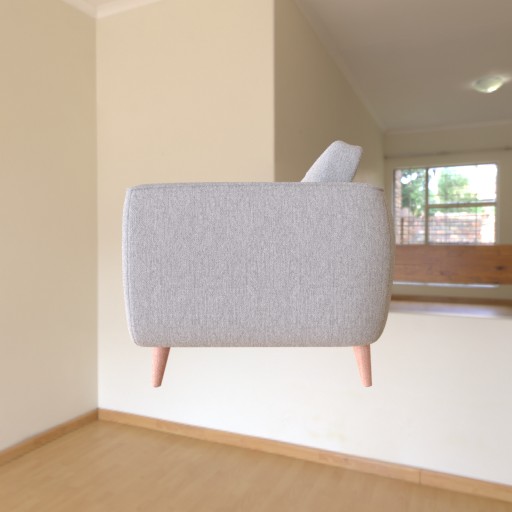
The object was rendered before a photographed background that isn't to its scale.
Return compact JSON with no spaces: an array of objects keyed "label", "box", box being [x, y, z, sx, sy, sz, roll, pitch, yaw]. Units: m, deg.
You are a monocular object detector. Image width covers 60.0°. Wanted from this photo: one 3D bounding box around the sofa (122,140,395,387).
[{"label":"sofa","box":[0.000,0.000,2.196,0.920,0.850,1.700,0,2,0]}]
